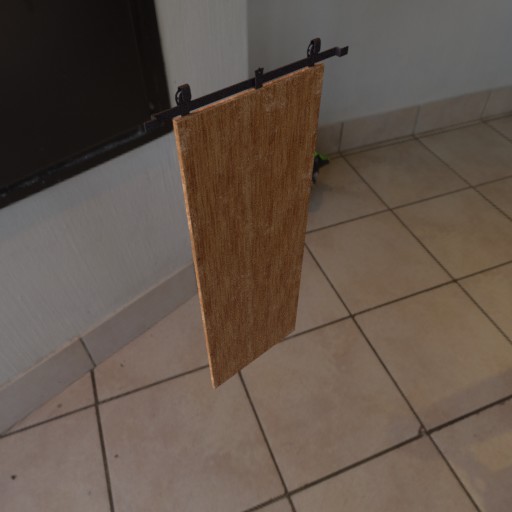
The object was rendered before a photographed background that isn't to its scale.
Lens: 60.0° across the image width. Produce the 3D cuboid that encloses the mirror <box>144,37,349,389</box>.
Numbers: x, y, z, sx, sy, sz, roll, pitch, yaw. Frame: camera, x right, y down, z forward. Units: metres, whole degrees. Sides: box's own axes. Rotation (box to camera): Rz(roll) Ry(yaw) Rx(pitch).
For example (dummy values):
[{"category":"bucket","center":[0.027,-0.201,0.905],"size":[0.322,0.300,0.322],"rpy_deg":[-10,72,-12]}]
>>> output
[{"category":"mirror","center":[0.000,0.000,2.048],"size":[0.847,1.793,0.042],"rpy_deg":[-31,54,-26]}]
